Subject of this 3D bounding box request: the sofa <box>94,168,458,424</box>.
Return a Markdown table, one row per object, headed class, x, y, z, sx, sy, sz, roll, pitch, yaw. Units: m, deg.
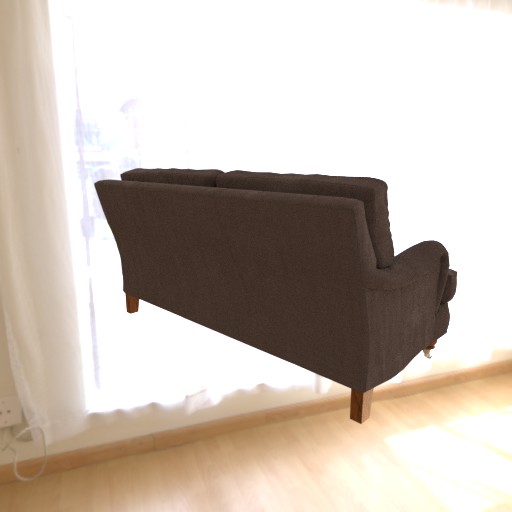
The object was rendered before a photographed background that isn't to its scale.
| class | x | y | z | sx | sy | sz | roll | pitch | yaw |
| --- | --- | --- | --- | --- | --- | --- | --- | --- | --- |
| sofa | 0.000 | 0.000 | 2.803 | 2.165 | 1.087 | 1.086 | 12 | 18 | 43 |
